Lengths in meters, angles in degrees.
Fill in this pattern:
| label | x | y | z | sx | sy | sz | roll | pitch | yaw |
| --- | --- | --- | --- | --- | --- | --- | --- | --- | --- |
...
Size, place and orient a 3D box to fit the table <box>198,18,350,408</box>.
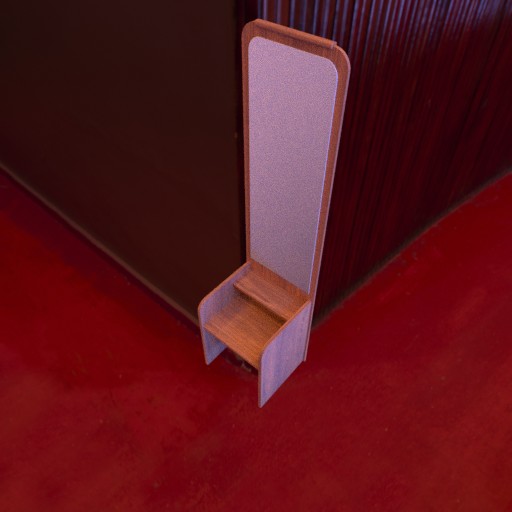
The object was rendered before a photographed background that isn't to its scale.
| label | x | y | z | sx | sy | sz | roll | pitch | yaw |
| --- | --- | --- | --- | --- | --- | --- | --- | --- | --- |
| table | 0.000 | 0.000 | 2.008 | 0.450 | 1.830 | 0.420 | 32 | 54 | 27 |
